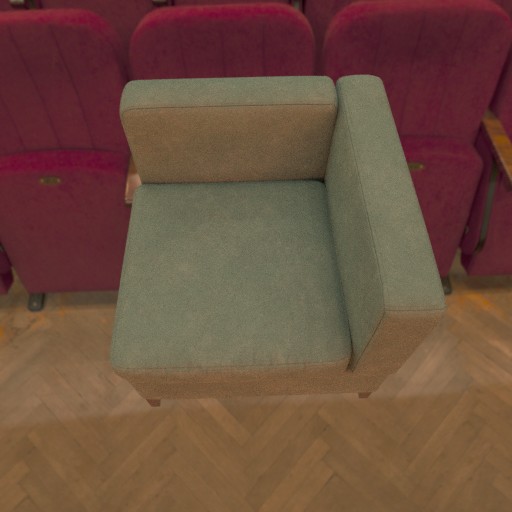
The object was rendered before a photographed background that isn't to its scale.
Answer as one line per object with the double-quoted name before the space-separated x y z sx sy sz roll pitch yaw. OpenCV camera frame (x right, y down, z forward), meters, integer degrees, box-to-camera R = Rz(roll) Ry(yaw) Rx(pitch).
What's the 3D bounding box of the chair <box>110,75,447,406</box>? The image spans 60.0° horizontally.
"chair" 0.000 0.000 1.193 0.680 0.660 0.680 -2 58 -1
